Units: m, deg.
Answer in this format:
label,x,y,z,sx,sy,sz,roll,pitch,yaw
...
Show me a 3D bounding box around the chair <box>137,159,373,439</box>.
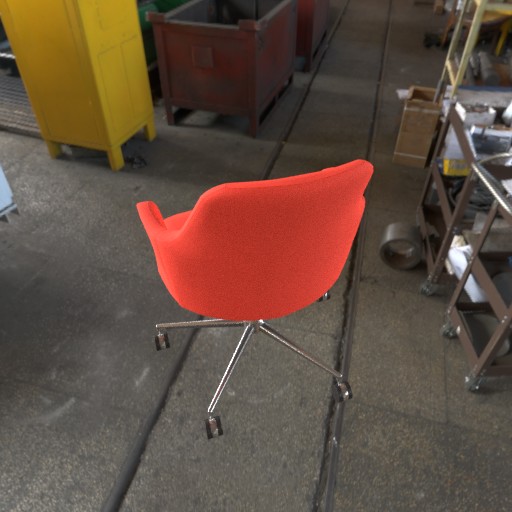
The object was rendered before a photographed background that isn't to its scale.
label,x,y,z,sx,sy,sz,roll,pitch,yaw
chair,0.000,0.000,1.257,0.655,0.820,0.600,-13,43,-14
